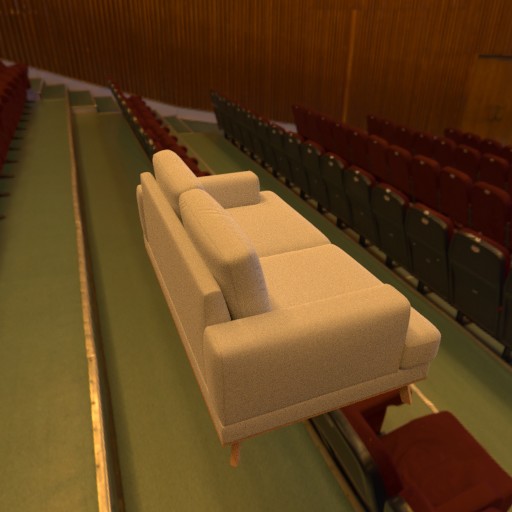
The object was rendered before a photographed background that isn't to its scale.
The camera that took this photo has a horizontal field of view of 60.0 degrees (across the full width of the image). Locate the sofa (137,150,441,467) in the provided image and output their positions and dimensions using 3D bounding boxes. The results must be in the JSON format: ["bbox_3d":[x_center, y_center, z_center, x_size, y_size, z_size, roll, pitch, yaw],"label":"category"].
[{"bbox_3d":[0.000,0.000,2.198,0.915,0.810,1.651,-11,31,-19],"label":"sofa"}]
